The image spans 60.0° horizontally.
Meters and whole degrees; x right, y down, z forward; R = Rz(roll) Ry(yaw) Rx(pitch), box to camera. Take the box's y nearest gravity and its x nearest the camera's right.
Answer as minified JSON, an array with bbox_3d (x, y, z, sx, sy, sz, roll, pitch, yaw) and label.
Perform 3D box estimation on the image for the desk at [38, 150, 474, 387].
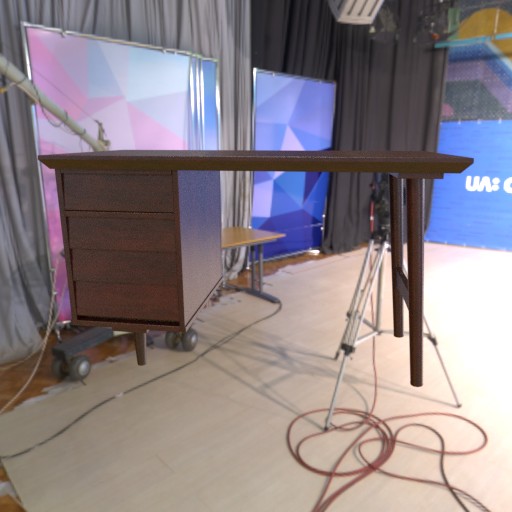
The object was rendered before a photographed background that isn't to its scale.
[{"bbox_3d":[0.000,0.000,1.671,1.277,0.758,0.612,2,15,8],"label":"desk"}]
